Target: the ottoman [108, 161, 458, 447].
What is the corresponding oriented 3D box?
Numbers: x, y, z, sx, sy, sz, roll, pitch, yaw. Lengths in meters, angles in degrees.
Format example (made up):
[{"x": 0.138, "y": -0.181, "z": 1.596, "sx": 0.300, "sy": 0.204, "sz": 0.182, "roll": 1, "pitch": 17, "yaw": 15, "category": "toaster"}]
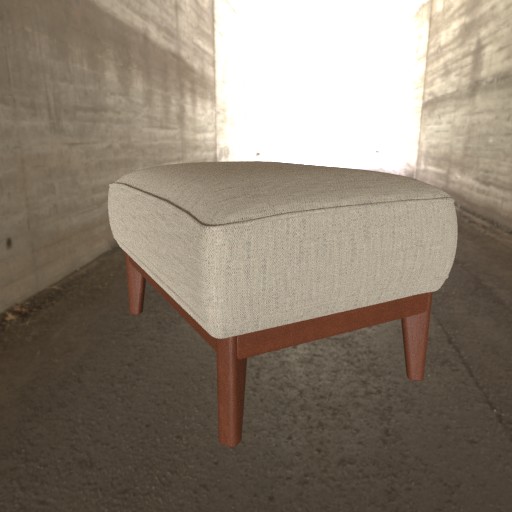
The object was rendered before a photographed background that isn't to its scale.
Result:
[{"x": 0.000, "y": 0.000, "z": 1.148, "sx": 0.594, "sy": 0.465, "sz": 0.794, "roll": -8, "pitch": 17, "yaw": -27, "category": "ottoman"}]
